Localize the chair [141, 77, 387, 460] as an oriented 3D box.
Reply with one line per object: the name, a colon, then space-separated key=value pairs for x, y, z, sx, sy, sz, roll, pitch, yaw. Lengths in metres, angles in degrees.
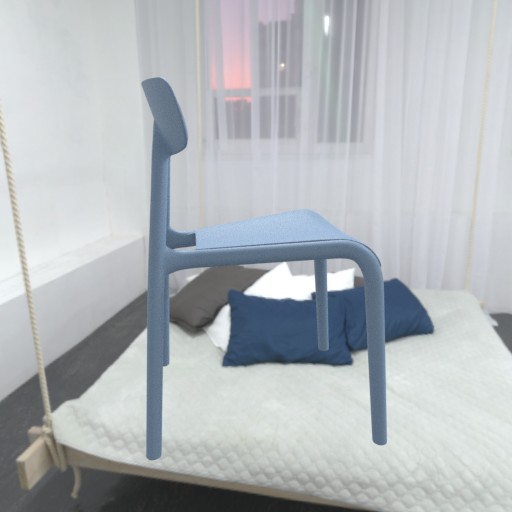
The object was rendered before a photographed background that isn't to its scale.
chair: x=0.000 y=0.000 z=0.807 sx=0.401 sy=0.580 sz=0.356 roll=-2 pitch=16 yaw=-8
